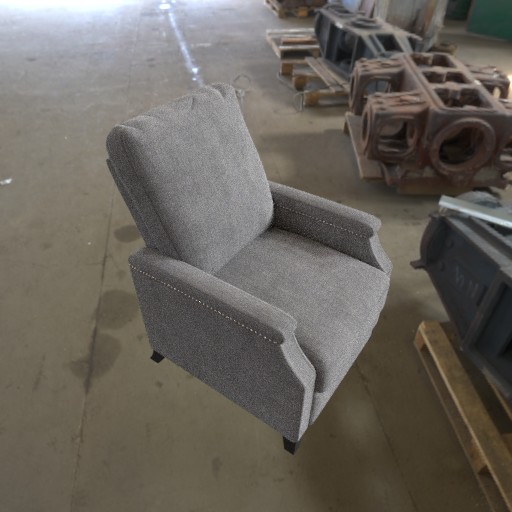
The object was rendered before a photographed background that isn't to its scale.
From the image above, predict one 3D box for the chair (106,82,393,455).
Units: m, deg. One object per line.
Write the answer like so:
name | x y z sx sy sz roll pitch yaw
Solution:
chair | 0.000 0.000 1.692 0.922 1.049 0.710 25 46 26
